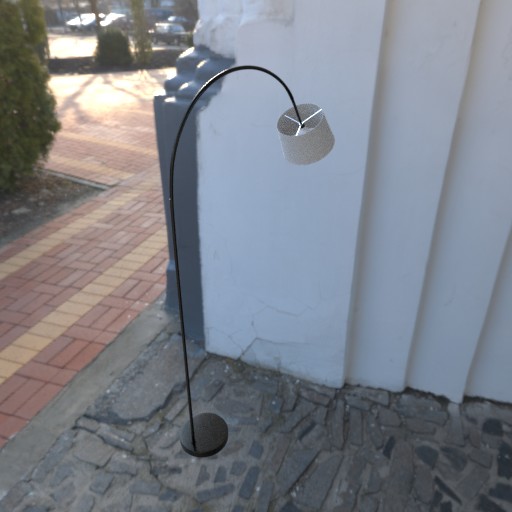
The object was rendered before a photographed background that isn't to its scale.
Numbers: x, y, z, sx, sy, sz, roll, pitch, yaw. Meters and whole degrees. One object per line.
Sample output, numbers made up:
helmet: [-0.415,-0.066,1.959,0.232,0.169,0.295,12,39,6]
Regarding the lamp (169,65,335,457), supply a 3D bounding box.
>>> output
lamp: [0.000,0.000,2.640,0.331,2.104,1.363,20,34,32]
